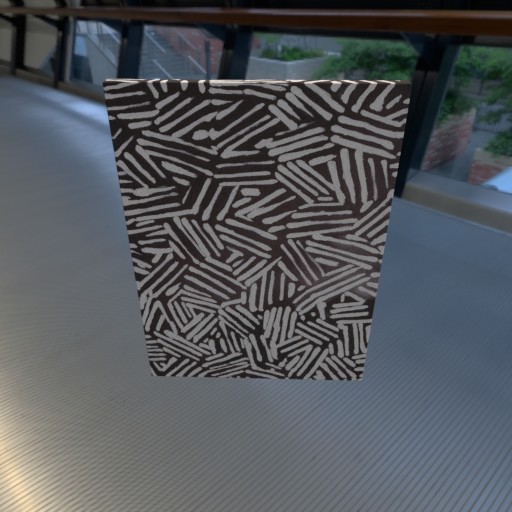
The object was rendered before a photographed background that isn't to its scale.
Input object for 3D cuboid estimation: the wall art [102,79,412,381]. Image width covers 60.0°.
[{"bbox_3d":[0.000,0.000,1.366,0.765,1.017,0.038,1,31,2],"label":"wall art"}]
